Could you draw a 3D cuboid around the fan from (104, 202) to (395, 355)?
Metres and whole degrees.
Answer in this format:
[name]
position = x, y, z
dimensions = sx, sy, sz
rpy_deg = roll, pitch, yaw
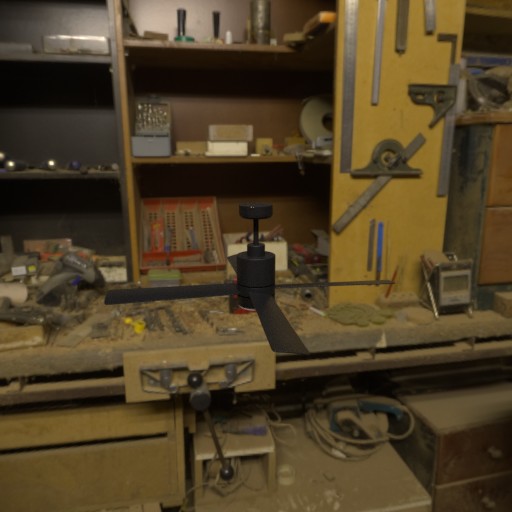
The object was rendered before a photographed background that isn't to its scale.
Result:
[fan]
position = 0.000, 0.000, 2.300
dimensions = 1.525, 0.534, 1.525
rpy_deg = -2, 14, -9
